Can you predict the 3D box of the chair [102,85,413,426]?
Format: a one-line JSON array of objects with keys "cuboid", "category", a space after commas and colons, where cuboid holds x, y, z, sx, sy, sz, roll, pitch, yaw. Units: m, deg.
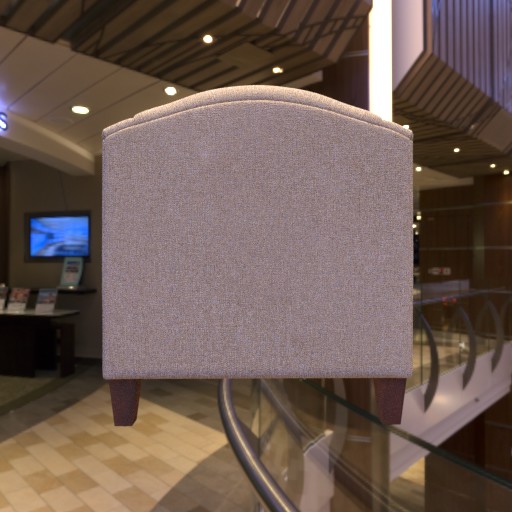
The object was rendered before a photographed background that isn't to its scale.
[{"cuboid": [0.000, 0.000, 1.442, 0.763, 0.839, 0.787, 0, -1, -1], "category": "chair"}]
